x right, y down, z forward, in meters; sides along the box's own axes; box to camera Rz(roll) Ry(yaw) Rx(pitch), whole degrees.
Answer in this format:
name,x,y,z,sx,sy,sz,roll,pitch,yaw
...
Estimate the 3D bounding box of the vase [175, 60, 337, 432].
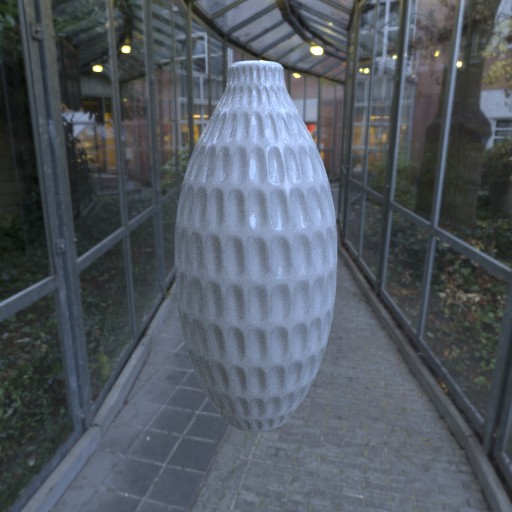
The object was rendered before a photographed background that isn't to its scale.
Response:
name,x,y,z,sx,sy,sz,roll,pitch,yaw
vase,0.000,0.000,0.352,0.127,0.282,0.127,0,15,0
